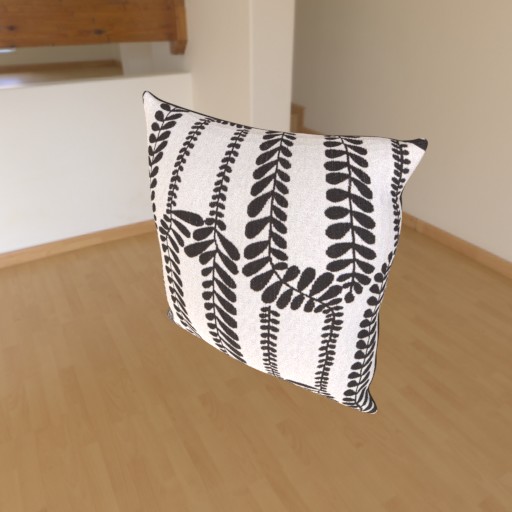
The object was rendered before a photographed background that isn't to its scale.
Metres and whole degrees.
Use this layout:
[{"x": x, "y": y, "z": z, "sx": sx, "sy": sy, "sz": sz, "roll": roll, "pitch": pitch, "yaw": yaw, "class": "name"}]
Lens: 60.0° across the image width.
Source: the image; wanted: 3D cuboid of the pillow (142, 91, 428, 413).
[{"x": 0.000, "y": 0.000, "z": 0.678, "sx": 0.440, "sy": 0.441, "sz": 0.182, "roll": 19, "pitch": 35, "yaw": 29, "class": "pillow"}]
